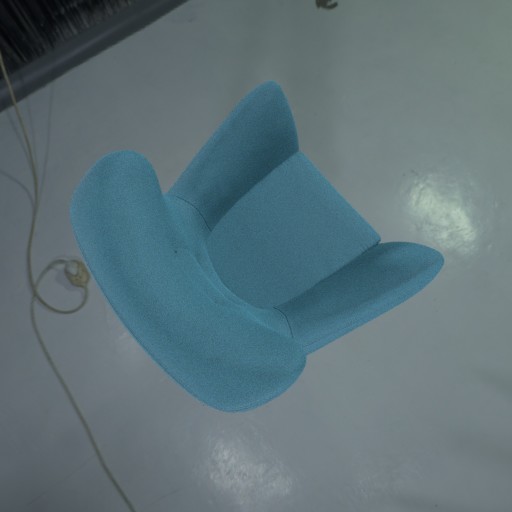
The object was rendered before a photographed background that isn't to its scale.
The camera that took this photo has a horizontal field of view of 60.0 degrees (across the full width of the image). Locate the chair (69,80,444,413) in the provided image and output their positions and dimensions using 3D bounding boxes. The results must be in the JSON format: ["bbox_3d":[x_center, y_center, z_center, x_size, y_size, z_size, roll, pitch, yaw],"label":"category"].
[{"bbox_3d":[0.000,0.000,1.570,0.889,0.889,0.890,-38,78,-10],"label":"chair"}]
